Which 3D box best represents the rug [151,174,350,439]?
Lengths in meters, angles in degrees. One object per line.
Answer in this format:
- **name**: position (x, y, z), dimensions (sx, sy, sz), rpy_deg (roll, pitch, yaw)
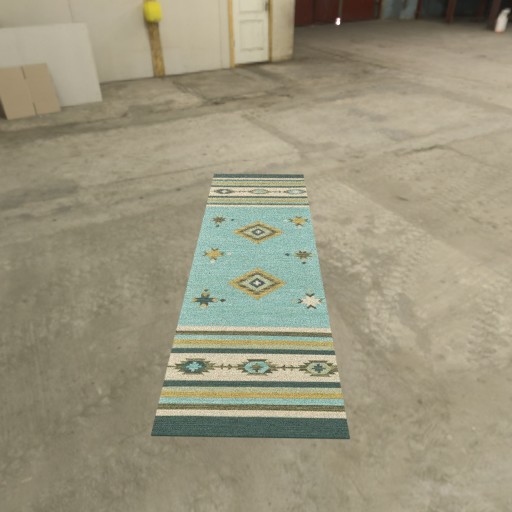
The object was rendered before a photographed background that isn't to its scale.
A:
- **rug**: position (0.000, 0.000, 2.672), dimensions (0.744, 0.010, 2.441), rpy_deg (1, 34, 1)
